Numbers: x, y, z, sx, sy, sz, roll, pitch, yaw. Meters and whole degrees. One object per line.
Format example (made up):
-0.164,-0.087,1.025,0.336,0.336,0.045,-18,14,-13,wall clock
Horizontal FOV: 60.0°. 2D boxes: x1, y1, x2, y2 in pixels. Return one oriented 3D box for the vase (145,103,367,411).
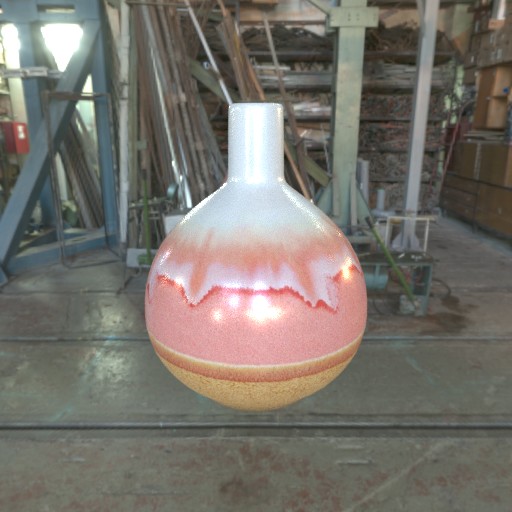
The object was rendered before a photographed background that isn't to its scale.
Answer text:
0.000,0.000,0.272,0.137,0.176,0.137,0,17,0,vase
